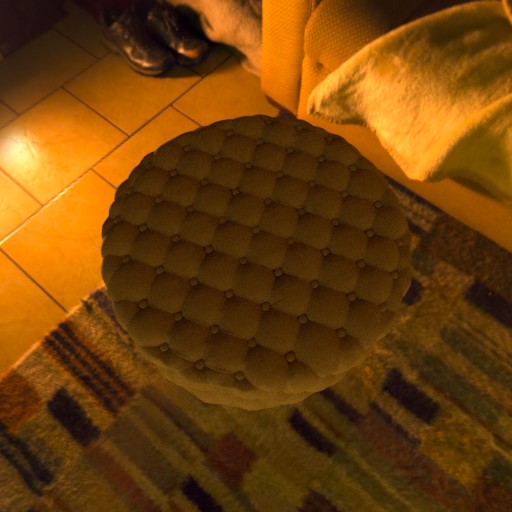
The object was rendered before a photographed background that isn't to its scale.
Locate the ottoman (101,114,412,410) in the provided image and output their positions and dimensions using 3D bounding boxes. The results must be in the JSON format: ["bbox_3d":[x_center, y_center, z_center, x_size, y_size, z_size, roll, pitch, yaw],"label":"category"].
[{"bbox_3d":[0.000,0.000,1.544,0.998,0.399,0.998,0,64,0],"label":"ottoman"}]
